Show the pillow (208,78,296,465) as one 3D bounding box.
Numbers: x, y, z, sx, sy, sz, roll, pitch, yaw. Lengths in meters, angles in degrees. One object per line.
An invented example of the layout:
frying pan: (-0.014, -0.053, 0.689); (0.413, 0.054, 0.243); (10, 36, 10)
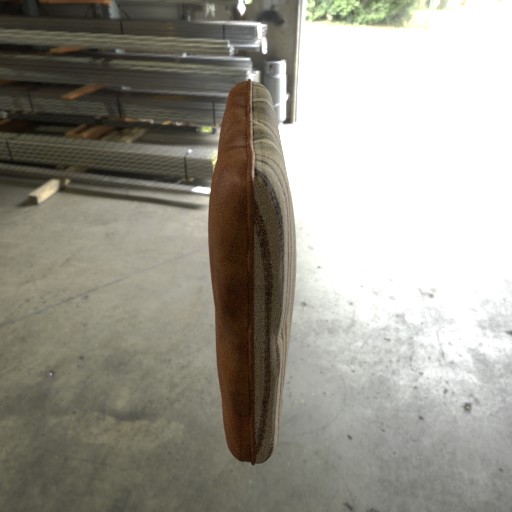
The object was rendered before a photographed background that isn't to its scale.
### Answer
pillow: (0.000, 0.000, 0.747); (0.130, 0.490, 0.489); (0, 32, -1)
